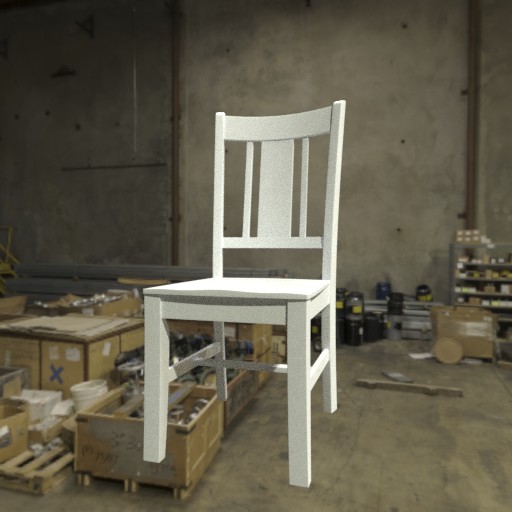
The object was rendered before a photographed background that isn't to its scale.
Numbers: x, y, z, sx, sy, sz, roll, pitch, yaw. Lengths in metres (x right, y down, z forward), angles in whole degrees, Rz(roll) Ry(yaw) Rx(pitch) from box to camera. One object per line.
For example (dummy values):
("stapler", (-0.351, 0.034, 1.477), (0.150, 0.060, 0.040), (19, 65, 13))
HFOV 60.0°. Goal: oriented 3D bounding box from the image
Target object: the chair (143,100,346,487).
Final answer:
("chair", (0.000, 0.000, 1.272), (0.450, 0.998, 0.555), (0, 1, 17))
